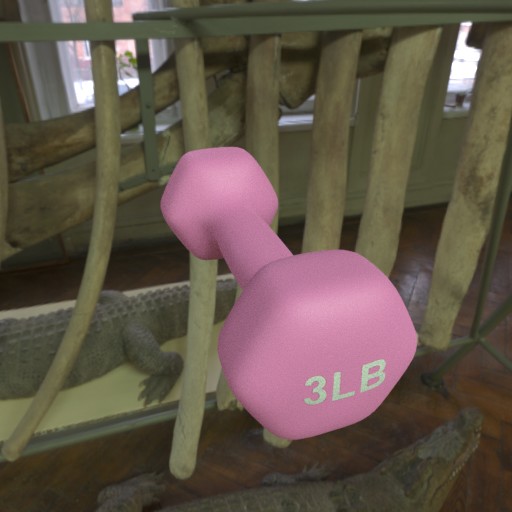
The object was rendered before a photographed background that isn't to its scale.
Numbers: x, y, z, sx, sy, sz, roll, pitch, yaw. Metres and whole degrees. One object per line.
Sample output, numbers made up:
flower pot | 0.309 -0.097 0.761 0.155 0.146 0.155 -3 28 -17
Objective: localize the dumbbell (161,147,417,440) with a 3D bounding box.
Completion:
dumbbell | 0.000 0.000 0.191 0.064 0.058 0.159 -9 31 -16
